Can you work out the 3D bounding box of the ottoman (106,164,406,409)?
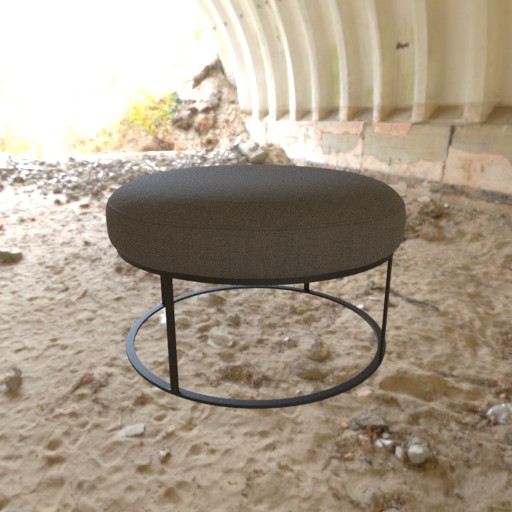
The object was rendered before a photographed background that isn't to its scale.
[{"bbox_3d":[0.000,0.000,1.228,0.772,0.460,0.772,0,17,0],"label":"ottoman"}]
